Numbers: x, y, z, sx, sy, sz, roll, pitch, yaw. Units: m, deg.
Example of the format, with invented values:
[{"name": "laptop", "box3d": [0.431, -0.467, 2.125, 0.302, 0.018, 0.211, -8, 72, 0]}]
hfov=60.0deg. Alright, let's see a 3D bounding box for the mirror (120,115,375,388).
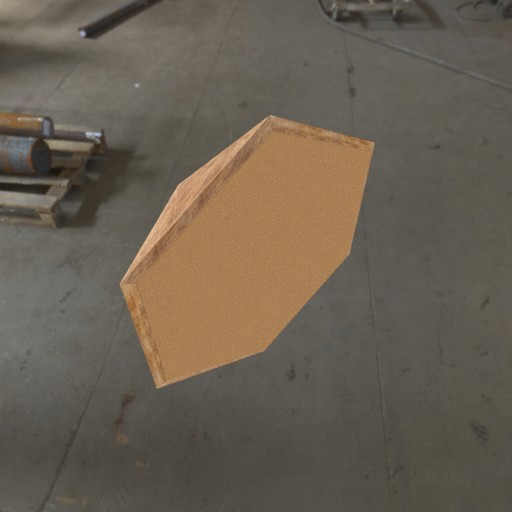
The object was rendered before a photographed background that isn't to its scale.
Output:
[{"name": "mirror", "box3d": [0.000, 0.000, 1.072, 0.675, 0.779, 0.091, -32, 55, -26]}]
